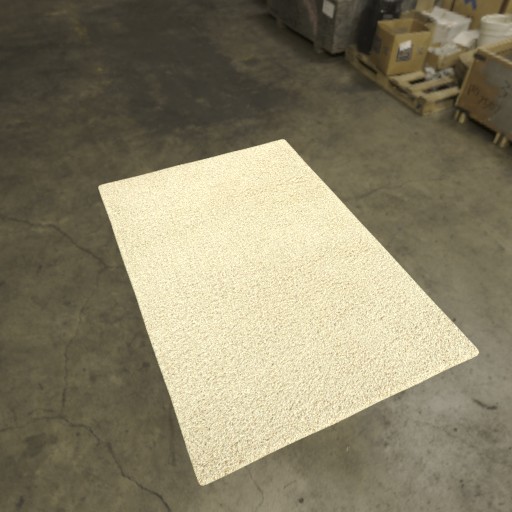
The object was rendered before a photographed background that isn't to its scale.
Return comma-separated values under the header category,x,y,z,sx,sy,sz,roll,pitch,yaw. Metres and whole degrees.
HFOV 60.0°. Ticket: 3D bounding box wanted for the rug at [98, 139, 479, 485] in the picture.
category,x,y,z,sx,sy,sz,roll,pitch,yaw
rug,0.000,0.000,2.206,1.219,0.030,1.778,-18,49,-17
